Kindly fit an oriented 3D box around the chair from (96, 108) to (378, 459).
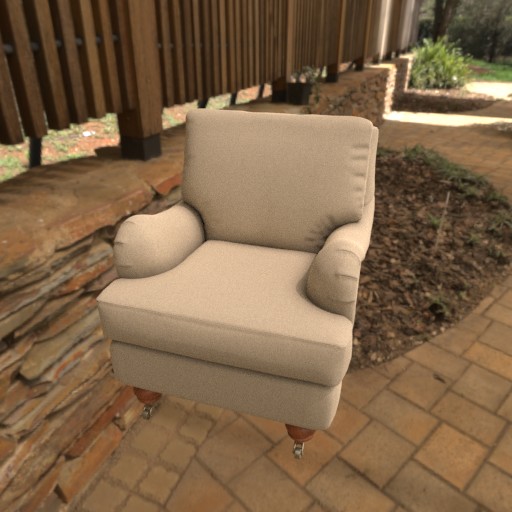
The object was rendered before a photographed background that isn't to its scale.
[{"bbox_3d":[0.000,0.000,1.845,0.895,1.076,1.078,8,28,15],"label":"chair"}]
